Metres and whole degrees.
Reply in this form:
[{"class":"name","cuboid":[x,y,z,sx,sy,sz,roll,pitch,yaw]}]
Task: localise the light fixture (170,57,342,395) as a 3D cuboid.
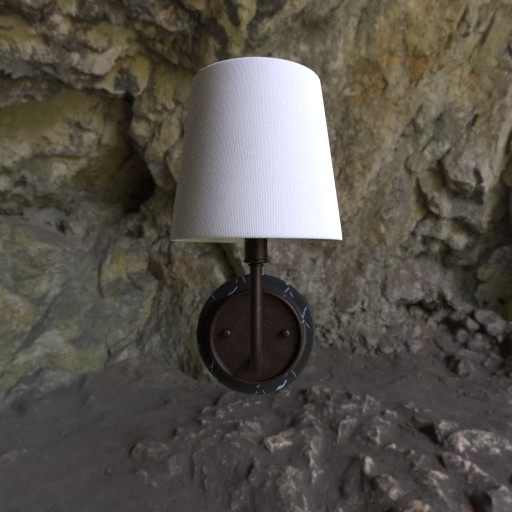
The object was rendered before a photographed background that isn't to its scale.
[{"class":"light fixture","cuboid":[0.000,0.000,0.447,0.168,0.337,0.188,0,0,0]}]
